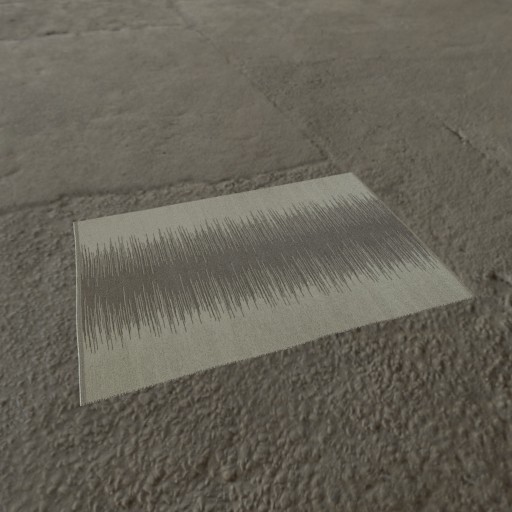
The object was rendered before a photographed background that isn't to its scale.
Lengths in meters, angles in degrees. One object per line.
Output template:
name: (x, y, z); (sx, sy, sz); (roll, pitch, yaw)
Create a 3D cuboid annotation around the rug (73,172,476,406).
rug: (0.000, 0.000, 2.332); (1.815, 0.007, 1.226); (-12, 42, -14)
